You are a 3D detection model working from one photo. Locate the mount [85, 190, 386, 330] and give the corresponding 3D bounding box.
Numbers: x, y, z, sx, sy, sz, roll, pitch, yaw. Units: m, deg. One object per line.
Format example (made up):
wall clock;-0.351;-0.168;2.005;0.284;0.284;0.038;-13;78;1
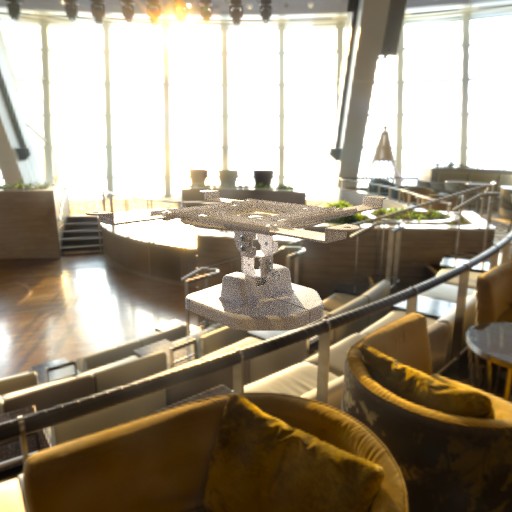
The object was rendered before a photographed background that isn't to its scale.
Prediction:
mount;0.000;0.000;0.597;0.394;0.141;0.394;13;19;43
